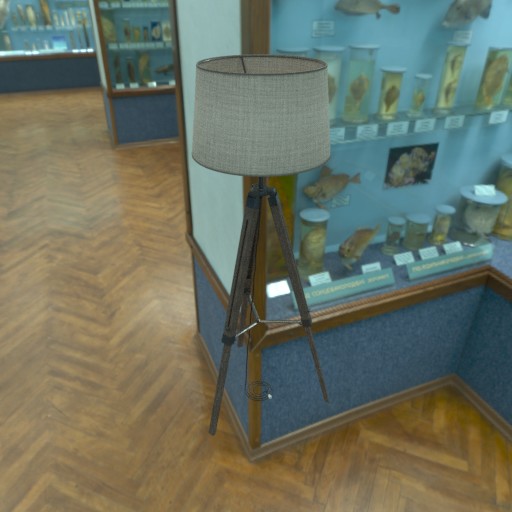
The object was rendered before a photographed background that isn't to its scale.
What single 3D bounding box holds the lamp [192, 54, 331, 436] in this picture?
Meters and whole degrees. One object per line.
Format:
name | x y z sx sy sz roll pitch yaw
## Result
lamp | 0.000 0.000 1.858 0.604 1.510 0.587 -11 33 -17
